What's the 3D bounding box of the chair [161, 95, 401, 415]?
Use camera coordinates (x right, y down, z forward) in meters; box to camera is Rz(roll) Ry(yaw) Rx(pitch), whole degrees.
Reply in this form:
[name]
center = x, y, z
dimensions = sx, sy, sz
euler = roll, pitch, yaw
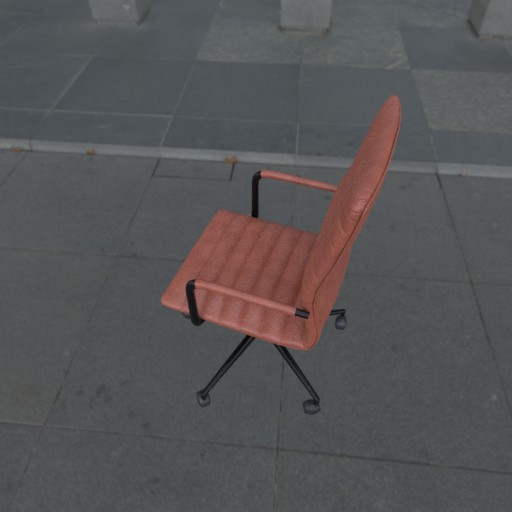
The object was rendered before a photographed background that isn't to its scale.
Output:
[chair]
center = 0.000, 0.000, 1.246
dimensions = 0.578, 0.878, 0.600
euler = 15, 49, 14
